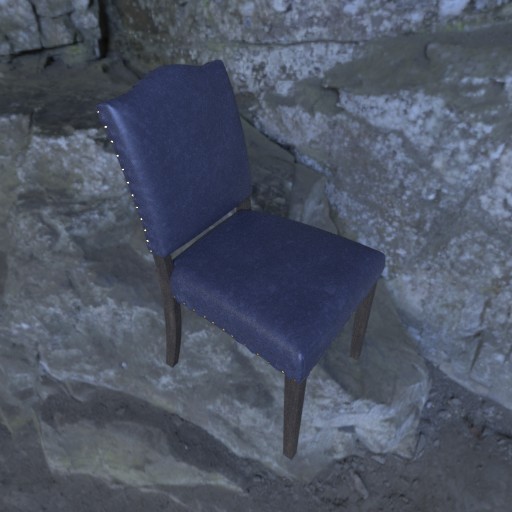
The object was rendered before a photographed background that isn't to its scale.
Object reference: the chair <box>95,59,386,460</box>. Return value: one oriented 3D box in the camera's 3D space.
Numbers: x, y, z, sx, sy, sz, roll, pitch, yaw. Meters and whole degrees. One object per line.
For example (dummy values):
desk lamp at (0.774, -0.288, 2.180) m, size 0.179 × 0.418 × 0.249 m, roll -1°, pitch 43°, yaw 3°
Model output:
chair at (0.000, 0.000, 1.318) m, size 0.633 × 0.991 × 0.500 m, roll 24°, pitch 45°, yaw 27°
